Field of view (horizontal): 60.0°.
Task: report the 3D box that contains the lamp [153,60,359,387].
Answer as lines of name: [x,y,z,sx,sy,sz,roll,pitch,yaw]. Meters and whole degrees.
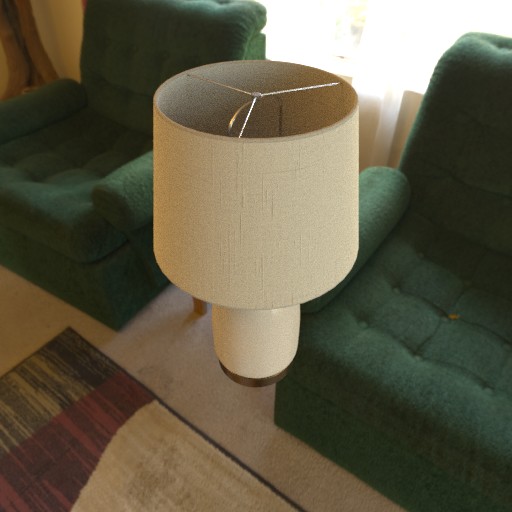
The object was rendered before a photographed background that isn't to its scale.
lamp: [0.000,0.000,0.653,0.285,0.483,0.285,0,41,0]
